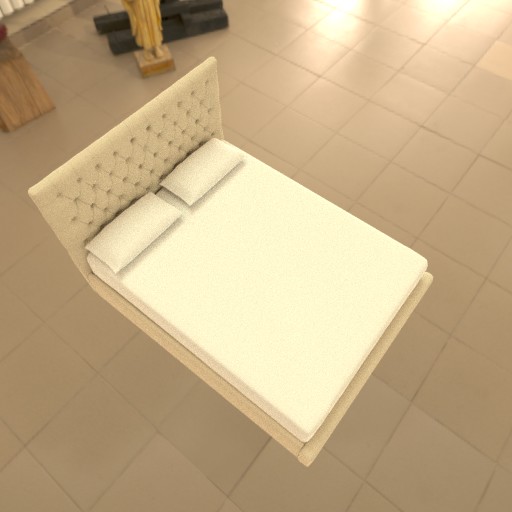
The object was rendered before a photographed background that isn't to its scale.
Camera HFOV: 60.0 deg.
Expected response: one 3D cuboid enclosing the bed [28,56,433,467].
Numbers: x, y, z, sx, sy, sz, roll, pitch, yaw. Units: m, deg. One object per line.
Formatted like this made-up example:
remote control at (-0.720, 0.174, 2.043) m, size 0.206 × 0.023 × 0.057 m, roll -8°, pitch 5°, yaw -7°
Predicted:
bed at (0.000, 0.000, 3.242) m, size 2.233 × 1.426 × 1.696 m, roll 34°, pitch 64°, yaw 19°
